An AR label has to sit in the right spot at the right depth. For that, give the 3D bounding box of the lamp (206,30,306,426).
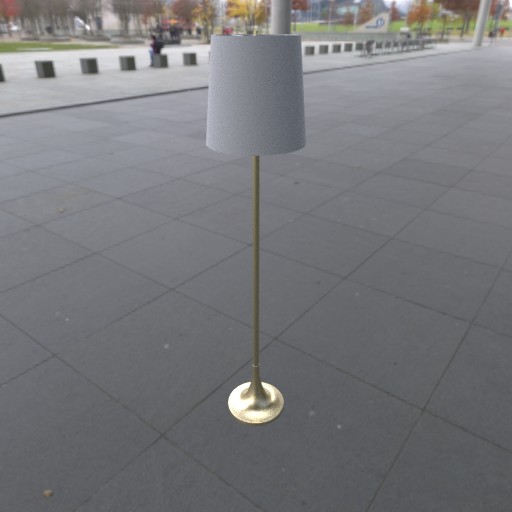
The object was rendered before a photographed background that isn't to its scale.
[{"bbox_3d":[0.000,0.000,1.703,0.337,1.543,0.337,0,27,0],"label":"lamp"}]
